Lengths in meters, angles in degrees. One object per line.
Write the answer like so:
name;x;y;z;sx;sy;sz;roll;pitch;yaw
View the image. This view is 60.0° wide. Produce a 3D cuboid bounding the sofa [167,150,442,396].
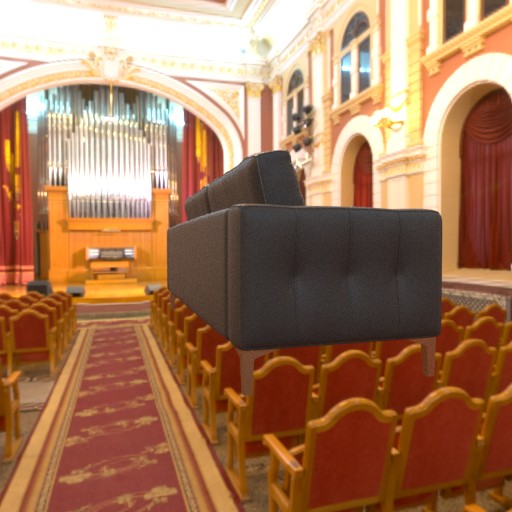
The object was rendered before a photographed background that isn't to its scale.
sofa;0.000;0.000;2.648;0.833;0.893;2.275;0;1;-17
